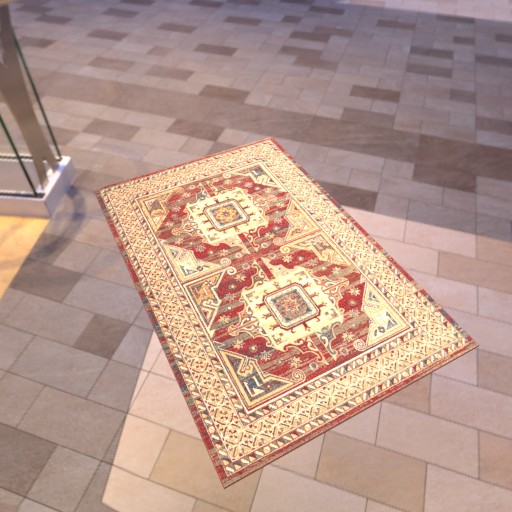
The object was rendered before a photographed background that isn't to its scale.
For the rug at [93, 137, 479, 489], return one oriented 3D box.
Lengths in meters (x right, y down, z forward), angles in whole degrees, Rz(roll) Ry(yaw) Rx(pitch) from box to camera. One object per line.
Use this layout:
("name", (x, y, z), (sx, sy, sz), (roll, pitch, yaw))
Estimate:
("rug", (0.000, 0.000, 5.675), (3.033, 0.033, 4.578), (-21, 51, -18))
